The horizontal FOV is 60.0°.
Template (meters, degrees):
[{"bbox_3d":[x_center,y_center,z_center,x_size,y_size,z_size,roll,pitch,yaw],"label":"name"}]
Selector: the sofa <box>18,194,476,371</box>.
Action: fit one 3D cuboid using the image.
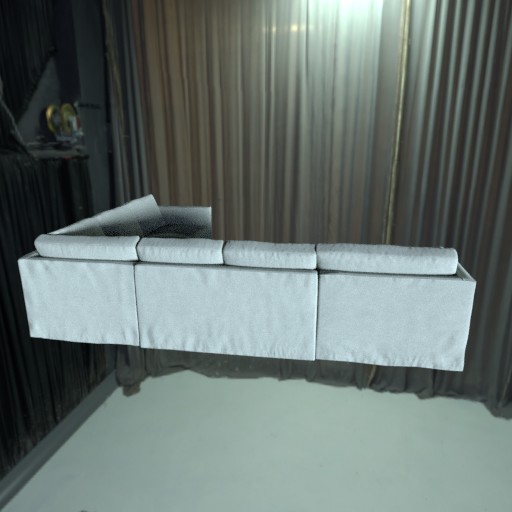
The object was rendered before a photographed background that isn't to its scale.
[{"bbox_3d":[0.000,0.000,4.439,3.434,0.869,2.440,3,17,8],"label":"sofa"}]
